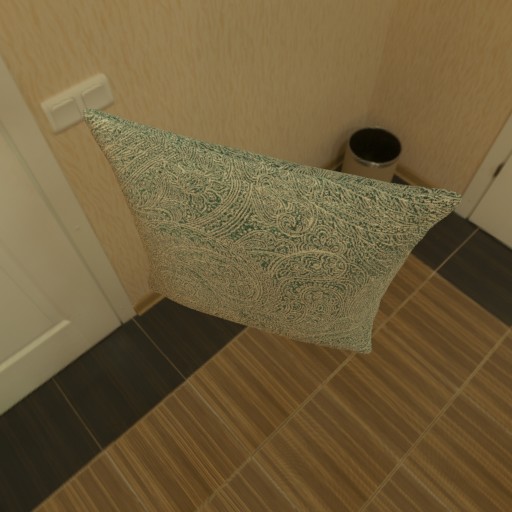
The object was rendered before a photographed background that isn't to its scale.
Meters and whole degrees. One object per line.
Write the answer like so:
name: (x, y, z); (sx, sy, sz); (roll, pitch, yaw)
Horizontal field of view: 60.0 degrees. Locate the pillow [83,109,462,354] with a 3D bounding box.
pillow: (0.000, 0.000, 0.792); (0.526, 0.507, 0.166); (15, 59, 10)
